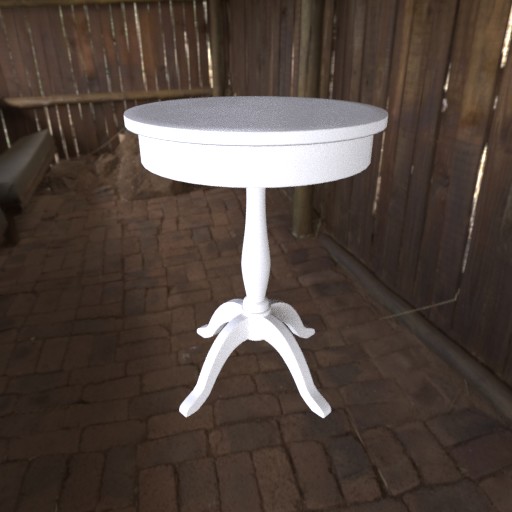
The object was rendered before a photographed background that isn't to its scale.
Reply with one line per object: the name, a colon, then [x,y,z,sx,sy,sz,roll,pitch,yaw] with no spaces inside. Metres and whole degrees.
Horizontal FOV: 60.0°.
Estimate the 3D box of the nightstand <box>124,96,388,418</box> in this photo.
nightstand: [0.000,0.000,1.028,0.513,0.653,0.513,-17,30,-32]
